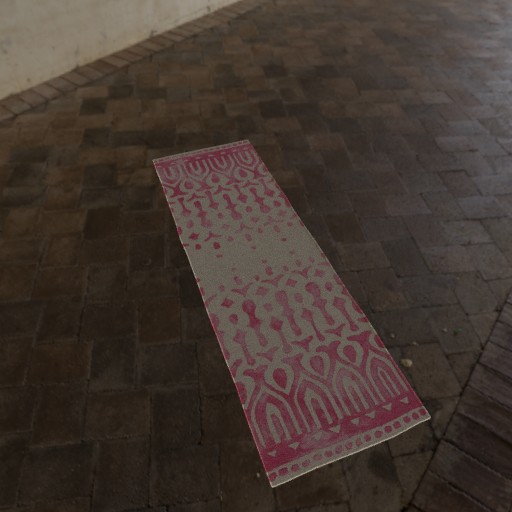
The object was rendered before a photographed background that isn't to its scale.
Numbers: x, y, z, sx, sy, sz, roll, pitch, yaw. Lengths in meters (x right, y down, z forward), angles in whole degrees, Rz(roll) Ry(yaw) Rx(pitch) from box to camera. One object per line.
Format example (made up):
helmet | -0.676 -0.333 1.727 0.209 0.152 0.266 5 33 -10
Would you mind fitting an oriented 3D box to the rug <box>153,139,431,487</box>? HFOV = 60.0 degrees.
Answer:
rug | 0.000 0.000 2.671 0.787 0.011 2.458 -15 48 -14
